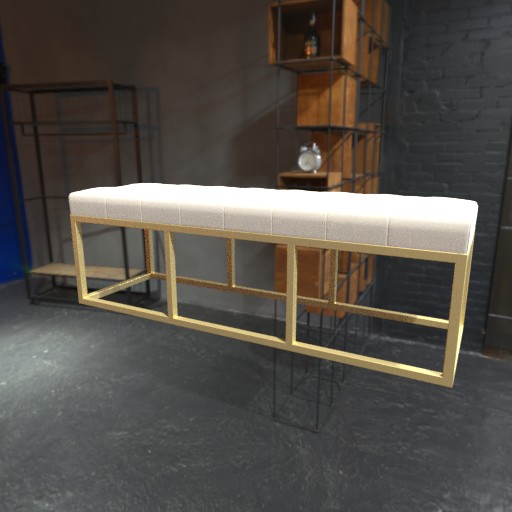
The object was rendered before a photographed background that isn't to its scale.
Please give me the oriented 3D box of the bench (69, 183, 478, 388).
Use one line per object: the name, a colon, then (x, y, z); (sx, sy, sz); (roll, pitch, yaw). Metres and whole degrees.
bench: (0.000, 0.000, 1.697); (1.473, 0.484, 0.457); (7, 16, 27)
